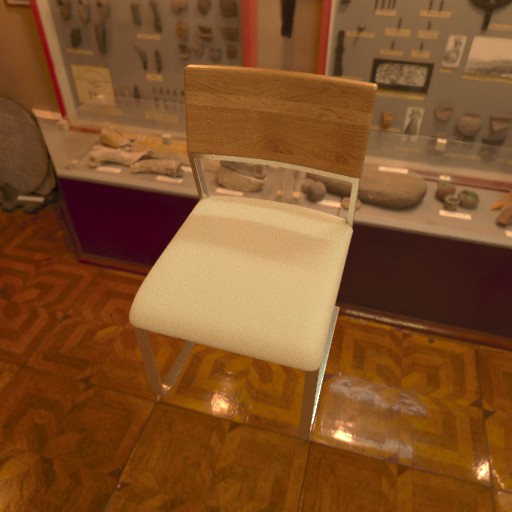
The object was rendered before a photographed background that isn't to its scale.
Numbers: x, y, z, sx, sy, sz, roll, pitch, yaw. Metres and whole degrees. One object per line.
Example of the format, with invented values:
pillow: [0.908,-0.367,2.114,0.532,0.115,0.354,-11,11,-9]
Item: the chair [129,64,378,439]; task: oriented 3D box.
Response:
chair: [0.000,0.000,1.189,0.467,0.844,0.585,11,42,13]
